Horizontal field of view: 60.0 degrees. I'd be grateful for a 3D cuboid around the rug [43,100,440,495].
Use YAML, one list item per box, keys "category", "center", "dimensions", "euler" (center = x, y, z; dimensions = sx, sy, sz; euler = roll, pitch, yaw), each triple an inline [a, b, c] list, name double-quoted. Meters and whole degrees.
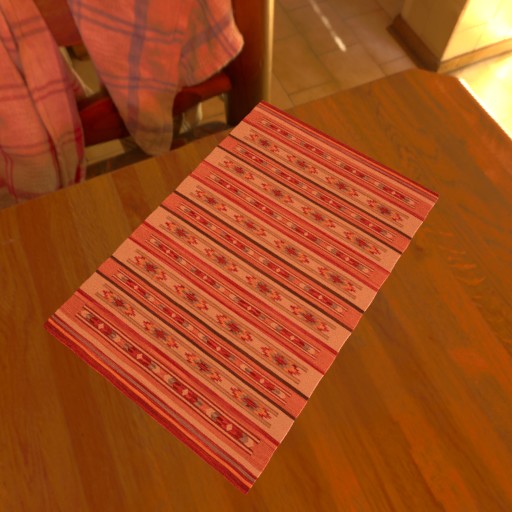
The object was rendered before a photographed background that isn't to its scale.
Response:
- category: "rug"
  center: [0.000, 0.000, 2.298]
  dimensions: [1.223, 0.008, 1.817]
  euler: [33, 68, 15]
